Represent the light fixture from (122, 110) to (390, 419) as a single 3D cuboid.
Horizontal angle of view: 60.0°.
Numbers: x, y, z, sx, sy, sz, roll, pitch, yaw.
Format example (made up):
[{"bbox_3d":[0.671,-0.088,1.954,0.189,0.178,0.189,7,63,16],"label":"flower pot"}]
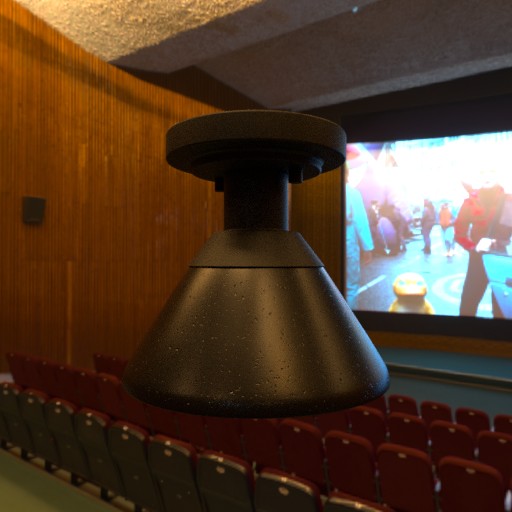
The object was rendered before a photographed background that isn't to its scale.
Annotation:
[{"bbox_3d":[0.000,0.000,0.347,0.200,0.183,0.200,0,-1,0],"label":"light fixture"}]
